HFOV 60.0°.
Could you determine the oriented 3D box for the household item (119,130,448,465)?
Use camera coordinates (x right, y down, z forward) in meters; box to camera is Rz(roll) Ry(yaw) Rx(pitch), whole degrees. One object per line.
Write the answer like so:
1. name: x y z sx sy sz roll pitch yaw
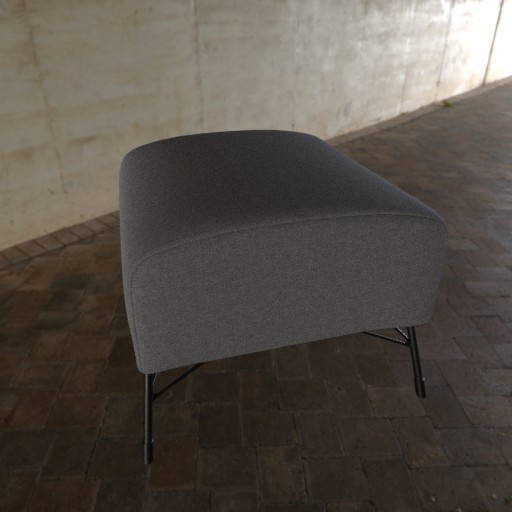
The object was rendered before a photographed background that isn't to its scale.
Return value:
1. household item: 0.000 0.000 0.900 0.530 0.410 0.530 -8 30 -14
